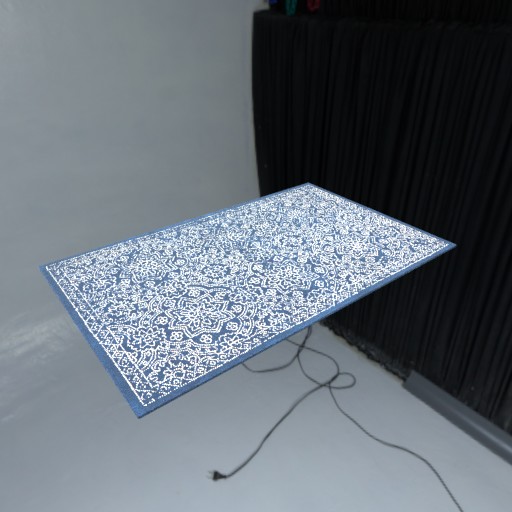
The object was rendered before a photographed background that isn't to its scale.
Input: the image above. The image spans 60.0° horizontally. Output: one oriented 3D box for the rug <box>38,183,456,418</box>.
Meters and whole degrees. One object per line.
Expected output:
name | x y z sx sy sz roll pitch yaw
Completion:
rug | 0.000 0.000 3.034 2.441 0.015 1.526 -22 37 -32
